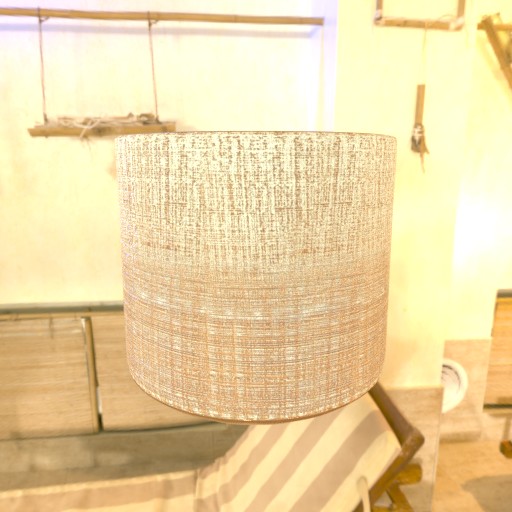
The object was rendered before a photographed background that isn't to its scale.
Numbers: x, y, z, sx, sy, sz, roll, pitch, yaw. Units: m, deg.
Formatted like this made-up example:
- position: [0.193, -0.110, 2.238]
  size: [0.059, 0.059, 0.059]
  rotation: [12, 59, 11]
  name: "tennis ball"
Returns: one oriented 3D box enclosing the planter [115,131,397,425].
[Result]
- position: [0.000, 0.000, 0.185]
  size: [0.109, 0.096, 0.109]
  rotation: [0, 13, 0]
  name: "planter"
